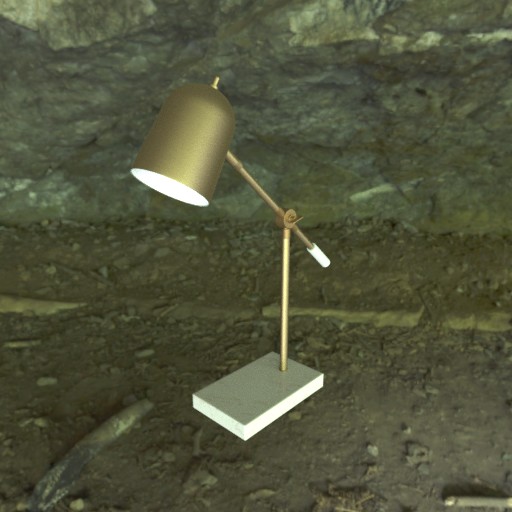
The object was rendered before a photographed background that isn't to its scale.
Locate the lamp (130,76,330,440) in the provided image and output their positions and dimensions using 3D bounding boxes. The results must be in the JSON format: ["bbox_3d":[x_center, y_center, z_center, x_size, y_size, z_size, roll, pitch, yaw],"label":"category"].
[{"bbox_3d":[0.000,0.000,0.816,0.144,0.603,0.471,14,21,41],"label":"lamp"}]
